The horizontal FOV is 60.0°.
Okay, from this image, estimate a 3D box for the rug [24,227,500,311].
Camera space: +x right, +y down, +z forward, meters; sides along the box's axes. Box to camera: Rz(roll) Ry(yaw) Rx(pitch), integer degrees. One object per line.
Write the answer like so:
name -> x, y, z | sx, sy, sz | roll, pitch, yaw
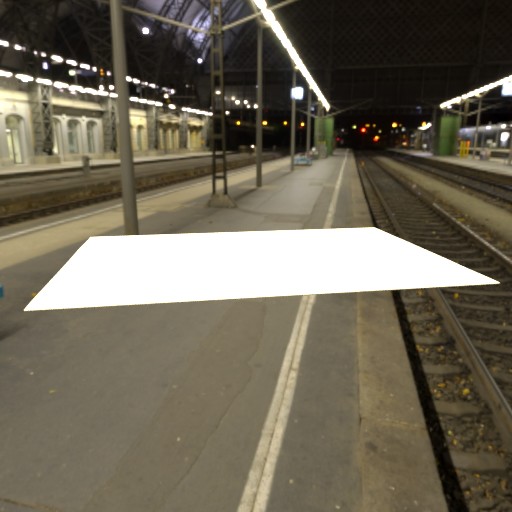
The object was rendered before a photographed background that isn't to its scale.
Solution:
rug -> 0.000, 0.000, 2.272 | 1.850, 0.006, 1.234 | -2, 15, -9
